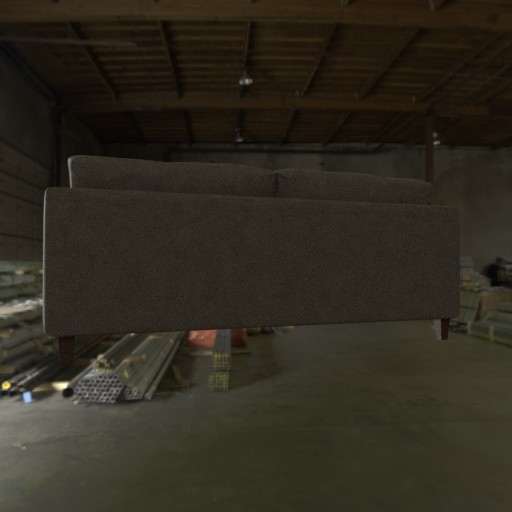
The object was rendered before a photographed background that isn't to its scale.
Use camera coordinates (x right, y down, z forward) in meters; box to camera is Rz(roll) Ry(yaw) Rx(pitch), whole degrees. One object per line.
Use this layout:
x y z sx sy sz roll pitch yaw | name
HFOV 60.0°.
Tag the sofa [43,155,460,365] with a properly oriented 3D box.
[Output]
0.000 0.000 2.649 2.208 0.965 0.951 0 -1 -18 | sofa
